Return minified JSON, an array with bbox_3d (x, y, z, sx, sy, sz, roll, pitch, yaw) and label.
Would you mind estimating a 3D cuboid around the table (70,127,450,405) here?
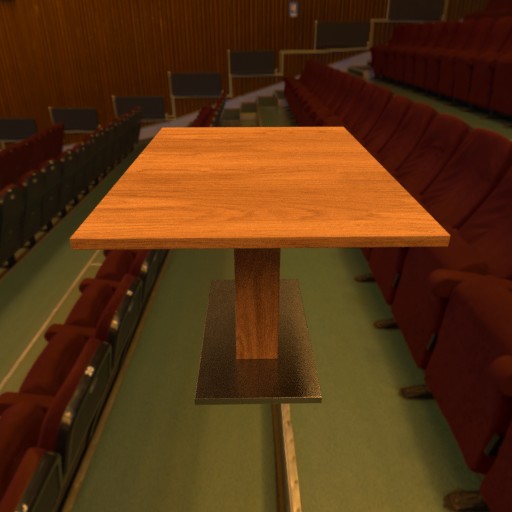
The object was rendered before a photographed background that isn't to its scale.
[{"bbox_3d":[0.000,0.000,1.799,0.900,0.770,1.300,-1,27,-1],"label":"table"}]
